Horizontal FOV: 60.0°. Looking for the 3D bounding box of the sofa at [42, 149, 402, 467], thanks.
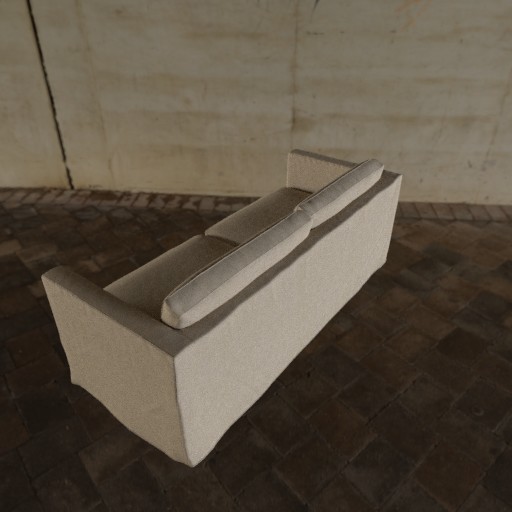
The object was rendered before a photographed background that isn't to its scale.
[{"bbox_3d":[0.000,0.000,2.801,0.956,0.847,2.296,22,39,31],"label":"sofa"}]
